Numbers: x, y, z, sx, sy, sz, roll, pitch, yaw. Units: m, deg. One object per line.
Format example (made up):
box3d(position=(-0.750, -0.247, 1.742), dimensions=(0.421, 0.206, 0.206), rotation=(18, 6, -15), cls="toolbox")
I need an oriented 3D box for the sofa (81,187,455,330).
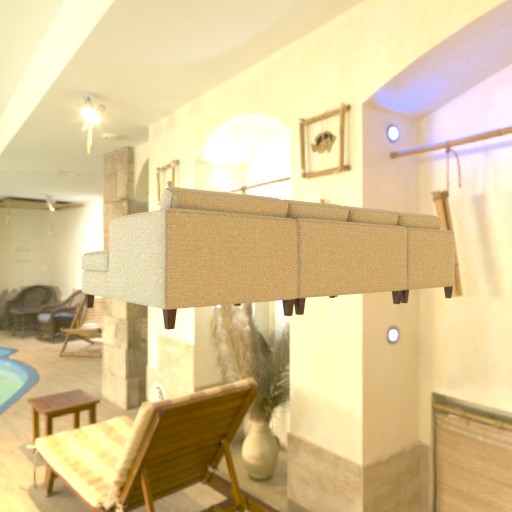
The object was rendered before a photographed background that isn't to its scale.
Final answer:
box3d(position=(0.000, 0.000, 4.596), dimensions=(3.403, 0.889, 2.551), rotation=(0, 0, -39), cls="sofa")
